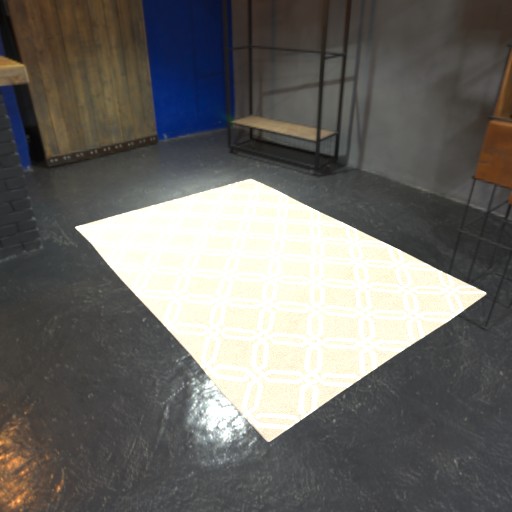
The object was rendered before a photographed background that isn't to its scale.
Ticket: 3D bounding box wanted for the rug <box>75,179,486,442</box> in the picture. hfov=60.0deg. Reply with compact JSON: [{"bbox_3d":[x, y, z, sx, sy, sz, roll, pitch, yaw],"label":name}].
[{"bbox_3d":[0.000,0.000,2.715,1.524,0.013,2.135,-21,37,-31],"label":"rug"}]
